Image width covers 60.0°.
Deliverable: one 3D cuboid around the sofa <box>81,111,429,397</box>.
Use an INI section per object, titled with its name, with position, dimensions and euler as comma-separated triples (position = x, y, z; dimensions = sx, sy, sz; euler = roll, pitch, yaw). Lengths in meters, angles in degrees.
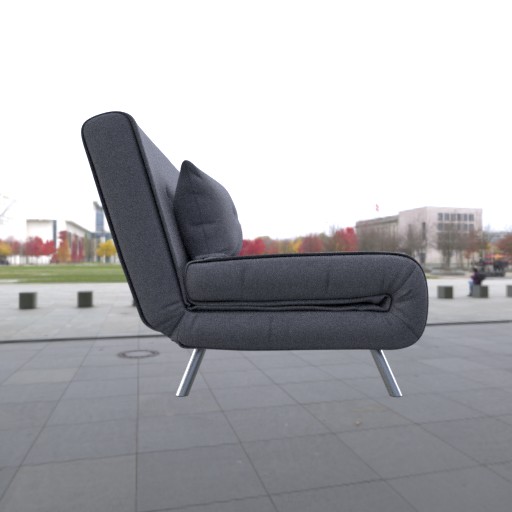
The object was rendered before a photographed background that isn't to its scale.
[sofa]
position = 0.000, 0.000, 1.746
dimensions = 1.000, 0.825, 1.020
euler = 0, -1, 0
